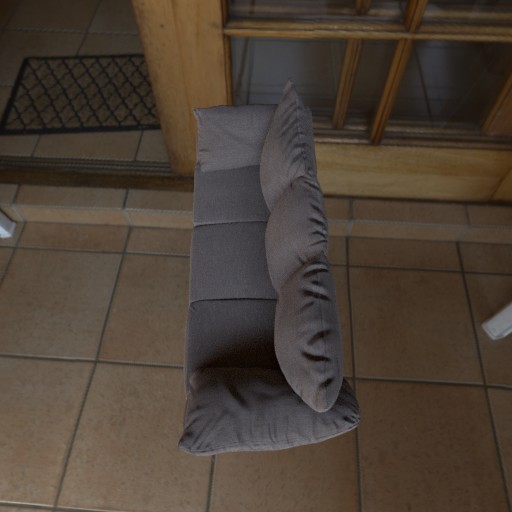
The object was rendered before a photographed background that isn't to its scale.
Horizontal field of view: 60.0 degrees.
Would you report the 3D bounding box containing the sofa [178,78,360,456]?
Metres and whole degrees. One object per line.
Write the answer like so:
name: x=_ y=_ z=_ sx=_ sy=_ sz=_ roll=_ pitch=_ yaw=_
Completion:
sofa: x=0.000 y=0.000 z=2.870 sx=0.927 sy=1.043 sz=2.390 roll=-2 pitch=59 yaw=-1
